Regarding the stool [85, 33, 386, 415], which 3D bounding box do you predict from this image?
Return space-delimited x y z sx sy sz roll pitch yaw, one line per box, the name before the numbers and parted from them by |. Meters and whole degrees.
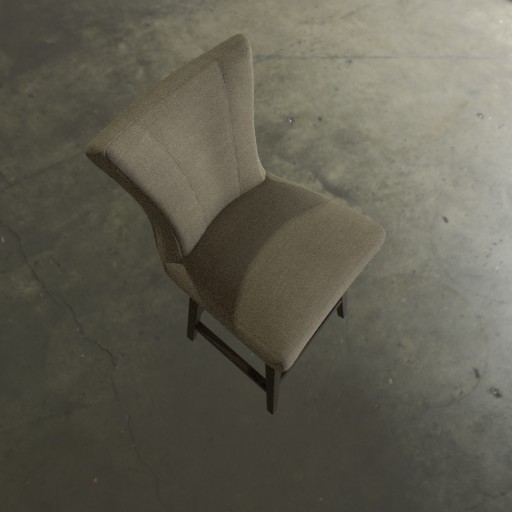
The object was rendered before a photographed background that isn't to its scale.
stool | 0.000 0.000 1.335 0.574 1.000 0.514 34 65 19
